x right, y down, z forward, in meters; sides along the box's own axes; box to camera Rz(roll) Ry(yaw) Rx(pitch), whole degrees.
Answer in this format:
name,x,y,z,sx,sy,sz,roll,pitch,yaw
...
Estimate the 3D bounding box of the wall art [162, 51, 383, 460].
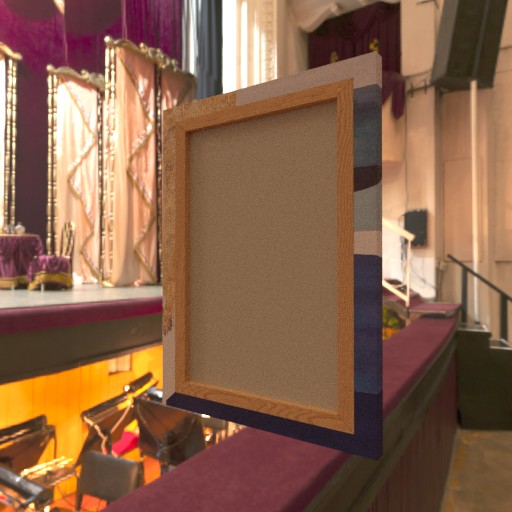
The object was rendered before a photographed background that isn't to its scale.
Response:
name,x,y,z,sx,sy,sz,roll,pitch,yaw
wall art,0.000,0.000,0.805,0.458,0.613,0.026,0,-1,35
